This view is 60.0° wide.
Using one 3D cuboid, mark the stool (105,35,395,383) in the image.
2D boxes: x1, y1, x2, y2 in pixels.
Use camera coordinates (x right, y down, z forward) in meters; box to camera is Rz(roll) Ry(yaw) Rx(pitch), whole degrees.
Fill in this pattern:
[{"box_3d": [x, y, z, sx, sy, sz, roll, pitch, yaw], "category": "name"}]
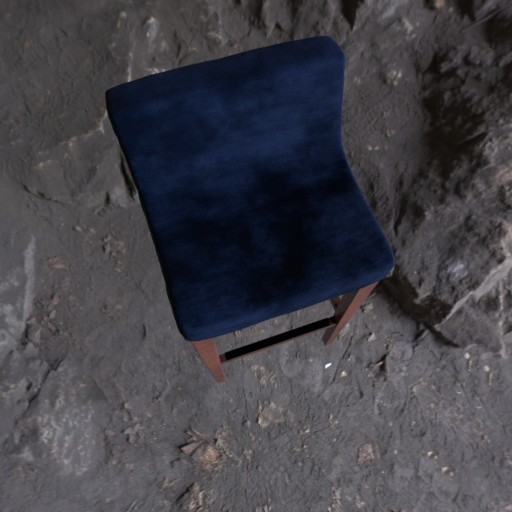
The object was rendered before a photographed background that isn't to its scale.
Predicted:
[{"box_3d": [0.000, 0.000, 1.295, 0.511, 1.037, 0.500, -17, 67, -8], "category": "stool"}]
